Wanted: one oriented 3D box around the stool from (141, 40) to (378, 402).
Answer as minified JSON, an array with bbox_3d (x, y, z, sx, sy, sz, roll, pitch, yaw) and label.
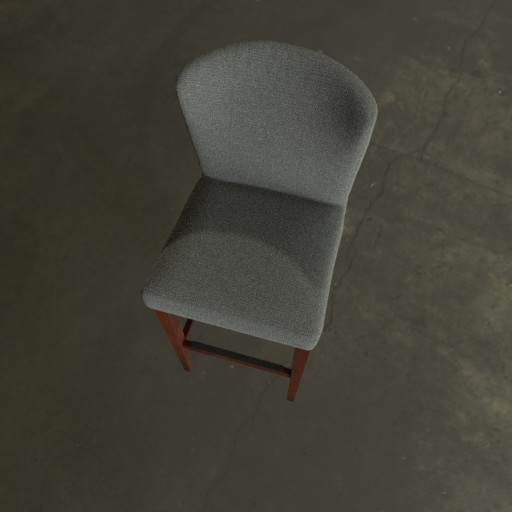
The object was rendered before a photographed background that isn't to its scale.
[{"bbox_3d":[0.000,0.000,1.364,0.486,1.069,0.568,14,59,8],"label":"stool"}]
